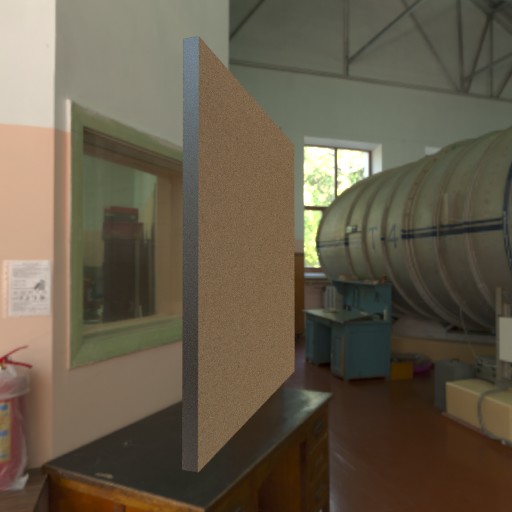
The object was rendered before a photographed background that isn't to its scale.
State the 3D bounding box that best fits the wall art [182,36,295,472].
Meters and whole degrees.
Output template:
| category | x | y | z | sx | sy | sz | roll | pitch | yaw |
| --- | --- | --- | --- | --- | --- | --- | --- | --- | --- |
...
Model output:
| category | x | y | z | sx | sy | sz | roll | pitch | yaw |
| --- | --- | --- | --- | --- | --- | --- | --- | --- | --- |
| wall art | 0.000 | 0.000 | 1.160 | 0.031 | 0.775 | 0.773 | 0 | -1 | 18 |
